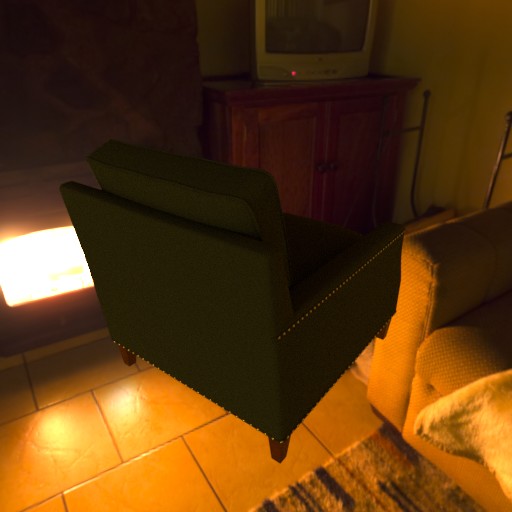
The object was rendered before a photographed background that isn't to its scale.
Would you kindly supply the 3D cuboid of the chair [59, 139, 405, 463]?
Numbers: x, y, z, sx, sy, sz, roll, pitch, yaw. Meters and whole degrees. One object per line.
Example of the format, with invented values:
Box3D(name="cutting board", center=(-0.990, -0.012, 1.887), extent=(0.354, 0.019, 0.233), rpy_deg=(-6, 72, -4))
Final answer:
Box3D(name="chair", center=(0.000, 0.000, 1.710), extent=(0.853, 0.943, 1.014), rpy_deg=(19, 32, 33))
